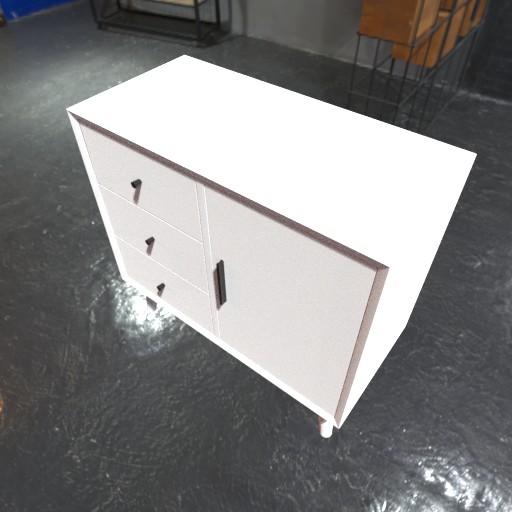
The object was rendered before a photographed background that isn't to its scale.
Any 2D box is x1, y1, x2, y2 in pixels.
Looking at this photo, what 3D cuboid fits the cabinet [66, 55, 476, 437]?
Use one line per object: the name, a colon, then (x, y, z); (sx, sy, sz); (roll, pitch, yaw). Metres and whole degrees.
cabinet: (0.000, 0.000, 1.212); (0.800, 0.761, 0.398); (29, 52, 25)
